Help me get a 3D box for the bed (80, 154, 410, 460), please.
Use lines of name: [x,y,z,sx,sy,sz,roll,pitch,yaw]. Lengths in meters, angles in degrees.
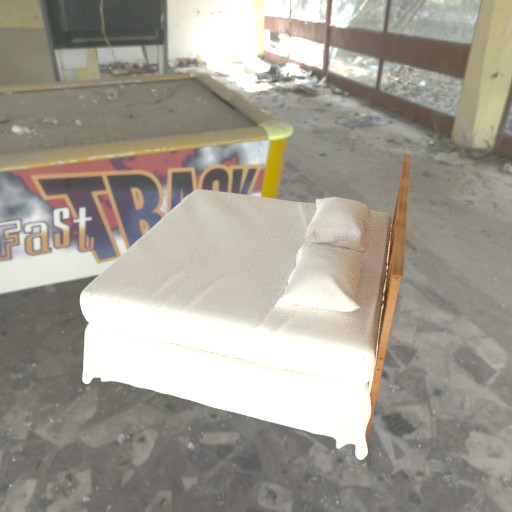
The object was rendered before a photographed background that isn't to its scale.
bed: [0.000,0.000,3.606,2.215,1.270,2.317,9,32,15]
